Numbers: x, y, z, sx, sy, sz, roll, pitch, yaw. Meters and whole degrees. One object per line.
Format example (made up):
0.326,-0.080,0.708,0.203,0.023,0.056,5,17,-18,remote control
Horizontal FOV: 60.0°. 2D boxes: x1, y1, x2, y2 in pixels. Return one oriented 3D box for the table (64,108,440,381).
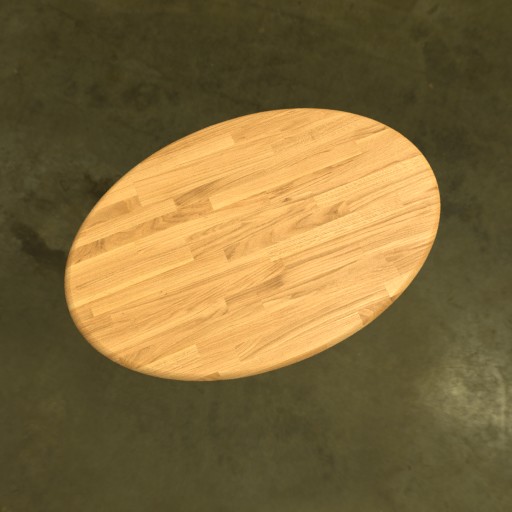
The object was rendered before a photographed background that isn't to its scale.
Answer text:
0.000,0.000,1.394,1.040,0.490,0.690,-22,76,-6,table
